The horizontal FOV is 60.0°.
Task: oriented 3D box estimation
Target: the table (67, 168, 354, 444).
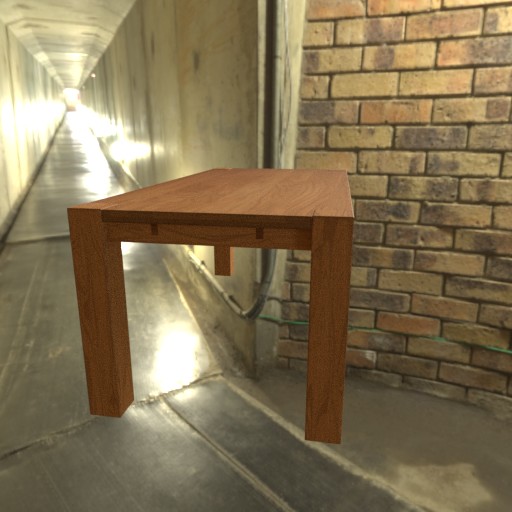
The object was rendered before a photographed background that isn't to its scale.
[{"bbox_3d":[0.000,0.000,2.292,0.900,0.760,1.800,3,16,10],"label":"table"}]
